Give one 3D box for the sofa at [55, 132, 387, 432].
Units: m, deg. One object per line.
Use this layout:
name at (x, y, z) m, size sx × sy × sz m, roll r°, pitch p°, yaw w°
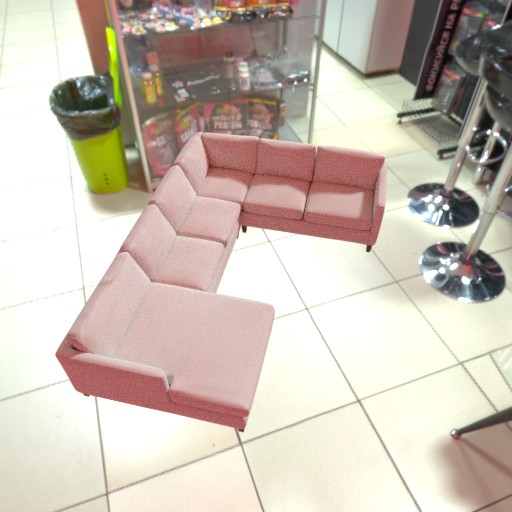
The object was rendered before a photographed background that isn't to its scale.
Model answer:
sofa at (0.000, 0.000, 4.697) m, size 2.593 × 0.956 × 3.459 m, roll 9°, pitch 46°, yaw 9°
